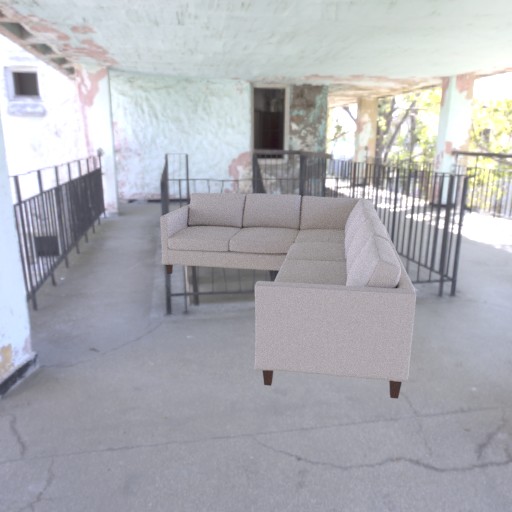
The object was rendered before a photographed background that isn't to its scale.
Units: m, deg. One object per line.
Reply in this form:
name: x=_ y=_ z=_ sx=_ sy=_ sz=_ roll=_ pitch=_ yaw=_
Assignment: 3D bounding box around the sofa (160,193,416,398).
sofa: x=0.000 y=0.000 z=4.244 sx=2.432 sy=0.863 sz=3.182 roll=3 pitch=15 yaw=10
